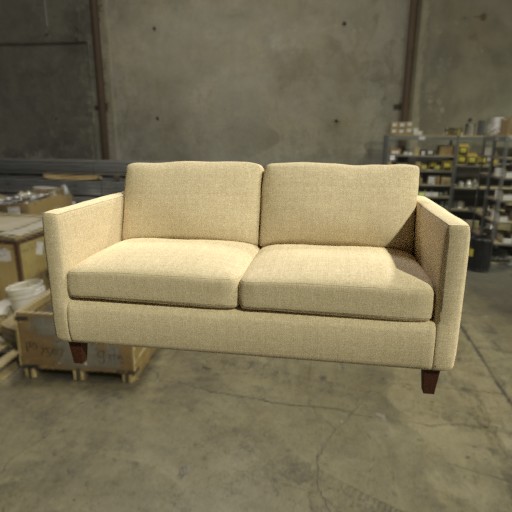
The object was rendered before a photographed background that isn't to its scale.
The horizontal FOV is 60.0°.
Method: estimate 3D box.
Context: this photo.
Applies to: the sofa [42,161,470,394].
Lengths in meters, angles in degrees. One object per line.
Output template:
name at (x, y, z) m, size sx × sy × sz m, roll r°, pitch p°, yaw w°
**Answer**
sofa at (0.000, 0.000, 2.370) m, size 1.884 × 0.963 × 0.950 m, roll 2°, pitch 15°, yaw 9°
